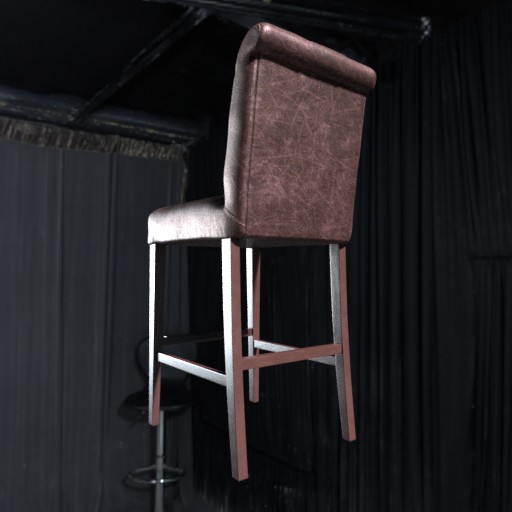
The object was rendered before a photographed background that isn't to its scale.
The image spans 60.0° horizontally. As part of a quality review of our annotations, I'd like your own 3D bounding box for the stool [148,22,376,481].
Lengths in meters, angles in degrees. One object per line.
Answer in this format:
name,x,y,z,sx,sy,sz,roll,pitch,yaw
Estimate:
stool,0.000,0.000,1.463,0.483,1.168,0.659,1,-2,-38
